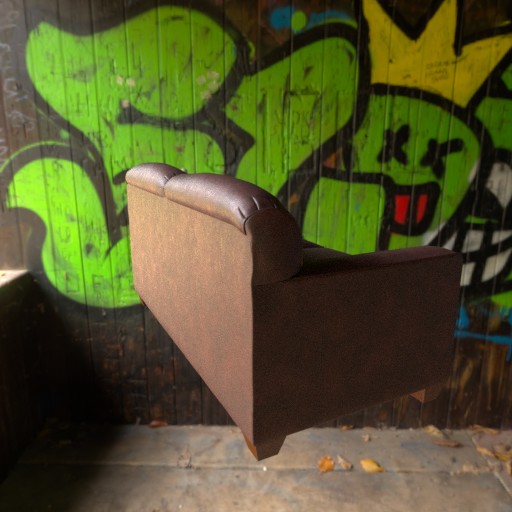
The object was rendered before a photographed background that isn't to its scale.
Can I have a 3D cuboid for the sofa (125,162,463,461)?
[{"bbox_3d":[0.000,0.000,2.381,1.000,0.966,1.856,-7,16,-26],"label":"sofa"}]
